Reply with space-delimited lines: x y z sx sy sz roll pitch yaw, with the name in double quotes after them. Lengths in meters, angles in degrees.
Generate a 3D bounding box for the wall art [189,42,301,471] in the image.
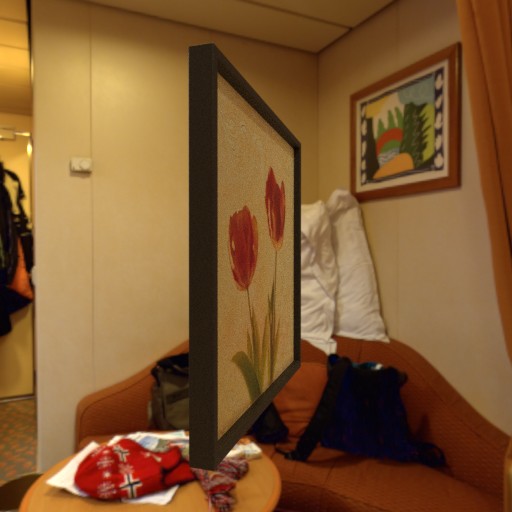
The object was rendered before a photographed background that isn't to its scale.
0.000 0.000 0.533 0.038 0.349 0.349 0 0 18 "wall art"
